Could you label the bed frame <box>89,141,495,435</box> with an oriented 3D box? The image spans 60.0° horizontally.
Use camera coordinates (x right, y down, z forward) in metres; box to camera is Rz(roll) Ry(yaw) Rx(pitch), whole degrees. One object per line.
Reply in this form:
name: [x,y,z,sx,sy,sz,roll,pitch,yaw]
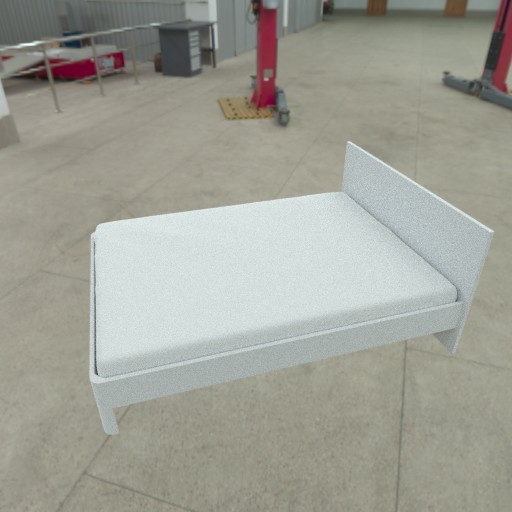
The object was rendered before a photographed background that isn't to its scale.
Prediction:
bed frame: [0.000,0.000,2.711,1.950,0.800,1.490,-9,33,-15]
